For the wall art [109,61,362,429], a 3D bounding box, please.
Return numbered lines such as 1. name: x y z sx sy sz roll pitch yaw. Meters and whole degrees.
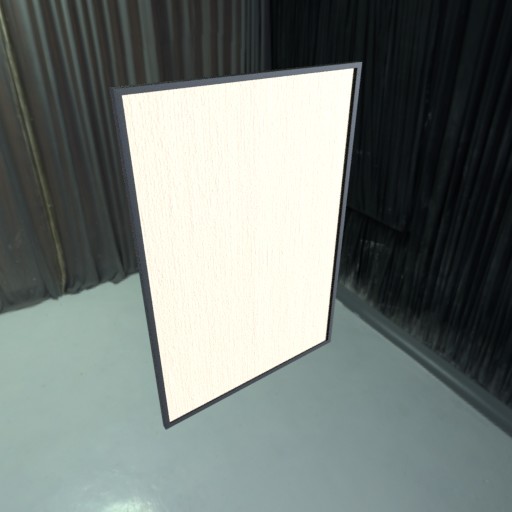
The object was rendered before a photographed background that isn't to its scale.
1. wall art: 0.000 0.000 0.850 0.457 0.657 0.013 -20 36 -30
